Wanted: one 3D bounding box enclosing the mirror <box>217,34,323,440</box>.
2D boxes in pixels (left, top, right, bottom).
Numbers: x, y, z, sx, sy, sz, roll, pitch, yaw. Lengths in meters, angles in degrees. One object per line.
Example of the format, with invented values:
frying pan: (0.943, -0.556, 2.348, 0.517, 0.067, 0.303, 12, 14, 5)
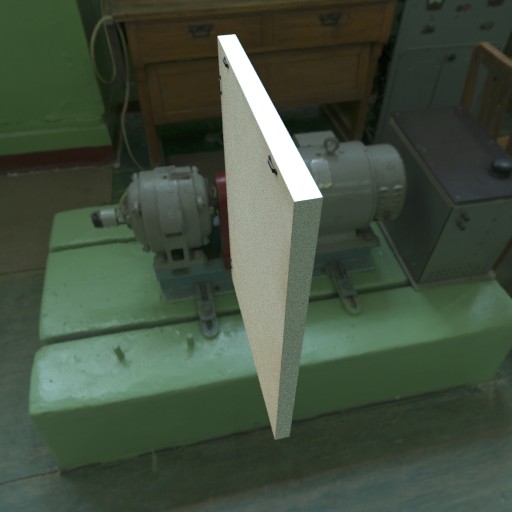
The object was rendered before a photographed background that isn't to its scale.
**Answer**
mirror: (0.000, 0.000, 0.938, 0.040, 0.710, 0.507, -10, 47, -9)
